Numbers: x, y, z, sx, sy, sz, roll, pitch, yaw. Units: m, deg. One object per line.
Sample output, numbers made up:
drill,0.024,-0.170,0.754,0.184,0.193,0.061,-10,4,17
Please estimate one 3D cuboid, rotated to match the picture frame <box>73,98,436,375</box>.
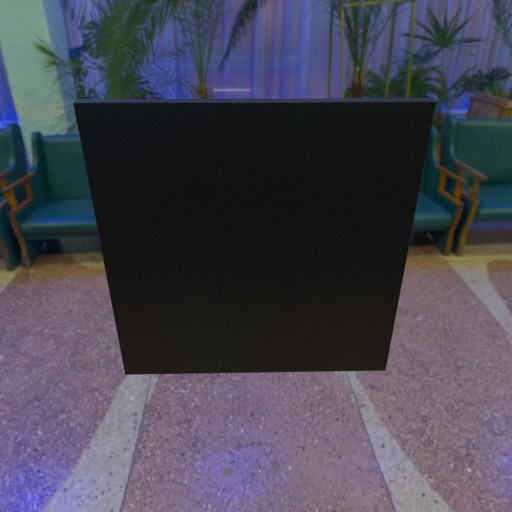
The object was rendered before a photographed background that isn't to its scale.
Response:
picture frame,0.000,0.000,0.828,0.559,0.557,0.029,-1,29,-1
